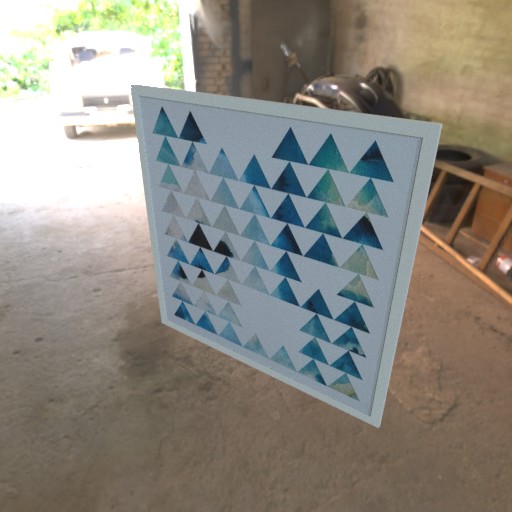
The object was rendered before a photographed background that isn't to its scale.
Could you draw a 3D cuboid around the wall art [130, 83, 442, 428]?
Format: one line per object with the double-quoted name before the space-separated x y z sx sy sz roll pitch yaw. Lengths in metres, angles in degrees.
"wall art" 0.000 0.000 1.199 0.809 0.809 0.012 19 35 29
